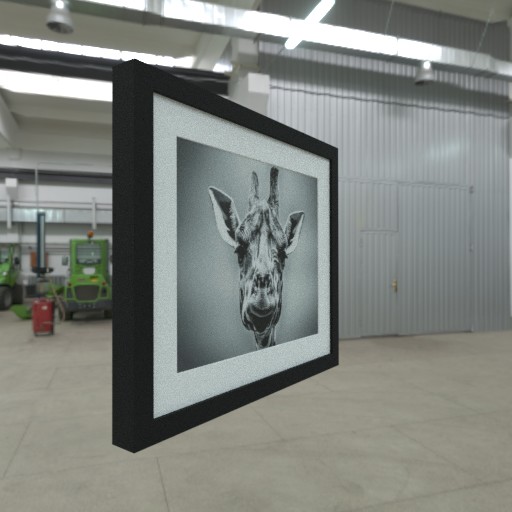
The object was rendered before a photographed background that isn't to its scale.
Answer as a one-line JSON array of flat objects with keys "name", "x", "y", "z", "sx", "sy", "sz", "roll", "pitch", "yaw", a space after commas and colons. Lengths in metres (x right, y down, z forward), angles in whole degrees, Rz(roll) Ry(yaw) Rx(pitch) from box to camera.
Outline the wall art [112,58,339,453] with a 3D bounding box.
[{"name": "wall art", "x": 0.000, "y": 0.000, "z": 0.531, "sx": 0.031, "sy": 0.330, "sz": 0.381, "roll": 0, "pitch": 0, "yaw": 37}]
